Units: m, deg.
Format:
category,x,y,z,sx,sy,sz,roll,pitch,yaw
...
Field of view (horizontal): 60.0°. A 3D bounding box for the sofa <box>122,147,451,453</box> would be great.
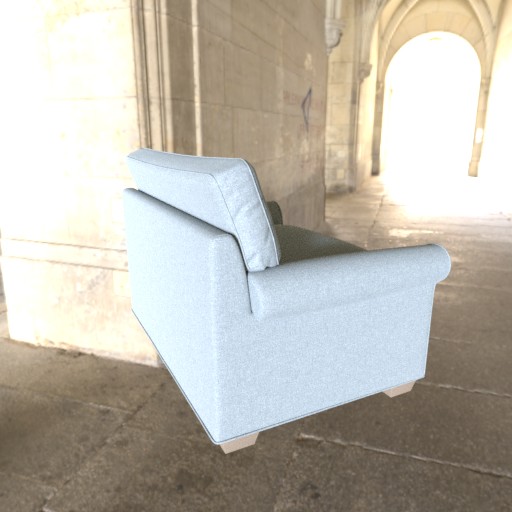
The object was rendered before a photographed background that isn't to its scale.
category,x,y,z,sx,sy,sz,roll,pitch,yaw
sofa,0.000,0.000,2.045,0.940,0.953,1.410,-8,17,-26
